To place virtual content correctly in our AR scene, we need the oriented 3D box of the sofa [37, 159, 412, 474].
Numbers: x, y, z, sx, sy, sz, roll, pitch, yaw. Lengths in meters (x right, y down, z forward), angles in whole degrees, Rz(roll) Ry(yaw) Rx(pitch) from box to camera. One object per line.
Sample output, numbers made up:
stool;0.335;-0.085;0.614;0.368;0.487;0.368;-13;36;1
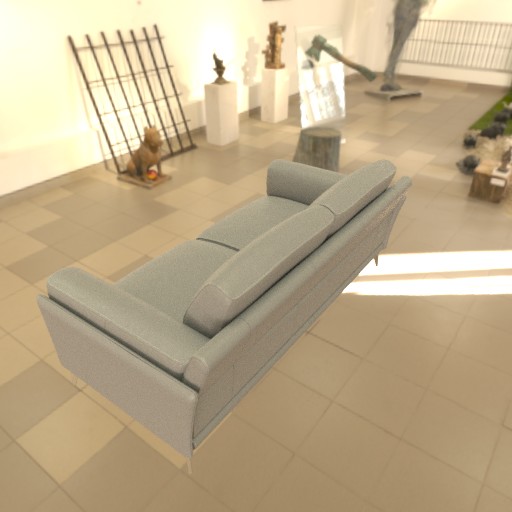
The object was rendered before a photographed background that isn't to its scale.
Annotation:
sofa;0.000;0.000;2.574;1.049;0.930;2.101;21;38;30
